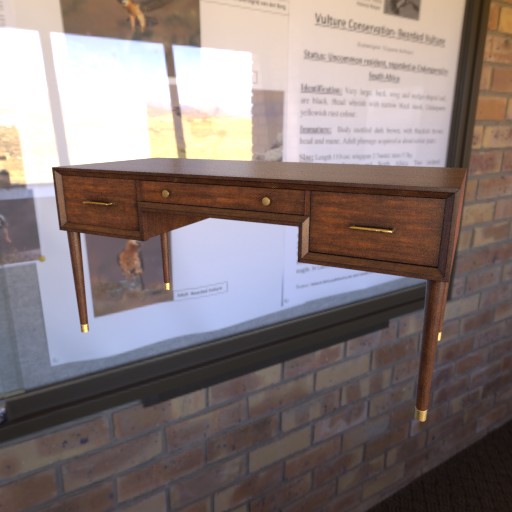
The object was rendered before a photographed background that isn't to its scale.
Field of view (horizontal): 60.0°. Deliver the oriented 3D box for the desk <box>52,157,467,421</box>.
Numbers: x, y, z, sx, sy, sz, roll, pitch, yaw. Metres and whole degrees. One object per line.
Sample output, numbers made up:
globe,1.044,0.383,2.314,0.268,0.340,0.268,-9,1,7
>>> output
desk,0.000,0.000,1.943,1.575,0.762,0.724,8,18,25
